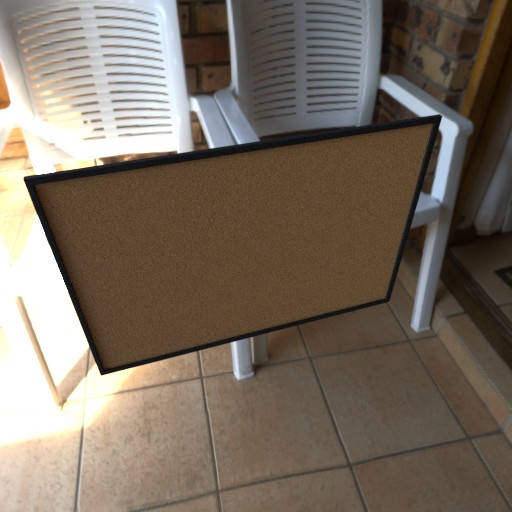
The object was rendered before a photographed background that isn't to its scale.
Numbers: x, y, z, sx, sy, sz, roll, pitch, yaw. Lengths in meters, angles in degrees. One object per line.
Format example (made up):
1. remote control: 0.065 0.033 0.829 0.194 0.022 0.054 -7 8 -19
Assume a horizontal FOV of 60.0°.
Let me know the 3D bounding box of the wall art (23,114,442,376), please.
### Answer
1. wall art: 0.000 0.000 1.203 0.963 0.665 0.013 -12 42 -14
